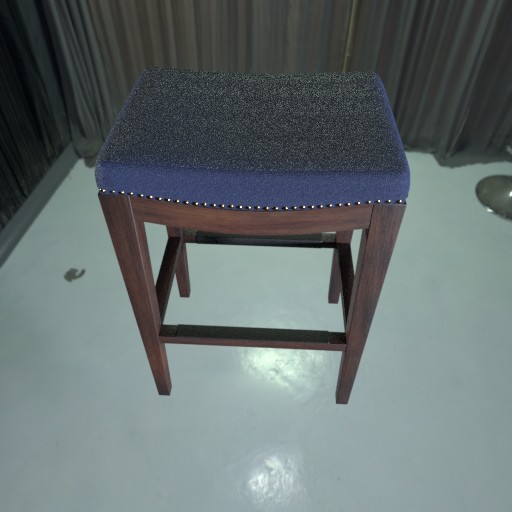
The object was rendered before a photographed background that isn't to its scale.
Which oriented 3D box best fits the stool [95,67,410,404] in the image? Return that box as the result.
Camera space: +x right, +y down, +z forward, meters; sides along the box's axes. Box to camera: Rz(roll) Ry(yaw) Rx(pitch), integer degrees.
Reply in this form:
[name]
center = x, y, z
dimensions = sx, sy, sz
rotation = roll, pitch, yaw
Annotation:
[stool]
center = 0.000, 0.000, 1.027
dimensions = 0.498, 0.740, 0.358
rotation = 2, 47, 2
